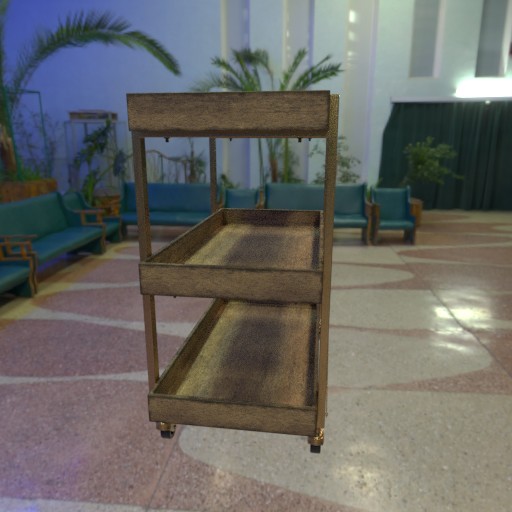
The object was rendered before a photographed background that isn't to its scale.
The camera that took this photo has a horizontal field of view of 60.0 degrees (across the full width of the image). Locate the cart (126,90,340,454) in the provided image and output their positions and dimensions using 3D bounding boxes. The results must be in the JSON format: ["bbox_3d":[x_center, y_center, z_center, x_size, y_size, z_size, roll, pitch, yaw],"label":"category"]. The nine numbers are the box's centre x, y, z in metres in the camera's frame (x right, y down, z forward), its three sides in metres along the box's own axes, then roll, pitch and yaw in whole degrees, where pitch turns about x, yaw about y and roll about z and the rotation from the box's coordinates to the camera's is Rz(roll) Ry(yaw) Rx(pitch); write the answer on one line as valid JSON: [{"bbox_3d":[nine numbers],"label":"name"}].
[{"bbox_3d":[0.000,0.000,1.247,0.416,0.799,0.750,2,15,8],"label":"cart"}]
